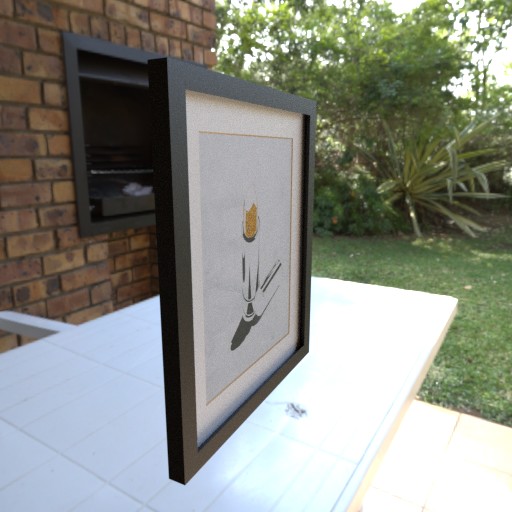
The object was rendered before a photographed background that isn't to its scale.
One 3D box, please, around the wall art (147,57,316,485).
[{"bbox_3d":[0.000,0.000,0.528,0.019,0.381,0.330,7,15,27],"label":"wall art"}]
